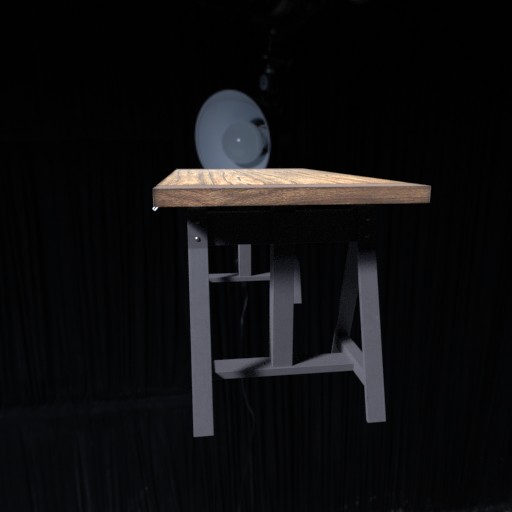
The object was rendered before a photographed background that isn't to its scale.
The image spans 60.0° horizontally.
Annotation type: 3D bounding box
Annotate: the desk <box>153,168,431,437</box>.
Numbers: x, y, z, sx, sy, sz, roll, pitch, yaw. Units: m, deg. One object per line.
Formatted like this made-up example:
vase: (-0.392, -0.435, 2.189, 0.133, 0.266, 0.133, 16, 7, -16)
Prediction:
desk: (0.000, 0.000, 2.006, 0.784, 0.725, 1.543, -2, 13, -7)
